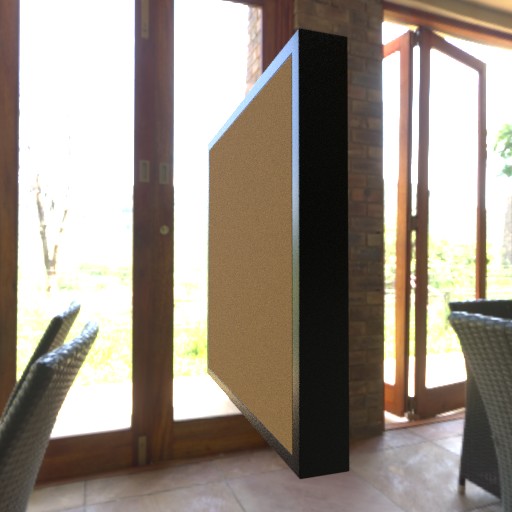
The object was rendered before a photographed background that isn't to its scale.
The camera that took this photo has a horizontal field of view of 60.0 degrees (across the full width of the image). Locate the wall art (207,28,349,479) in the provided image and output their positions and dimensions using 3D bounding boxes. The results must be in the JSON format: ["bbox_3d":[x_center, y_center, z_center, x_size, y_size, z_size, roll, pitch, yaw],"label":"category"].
[{"bbox_3d":[0.000,0.000,0.441,0.037,0.299,0.299,0,-1,-18],"label":"wall art"}]
